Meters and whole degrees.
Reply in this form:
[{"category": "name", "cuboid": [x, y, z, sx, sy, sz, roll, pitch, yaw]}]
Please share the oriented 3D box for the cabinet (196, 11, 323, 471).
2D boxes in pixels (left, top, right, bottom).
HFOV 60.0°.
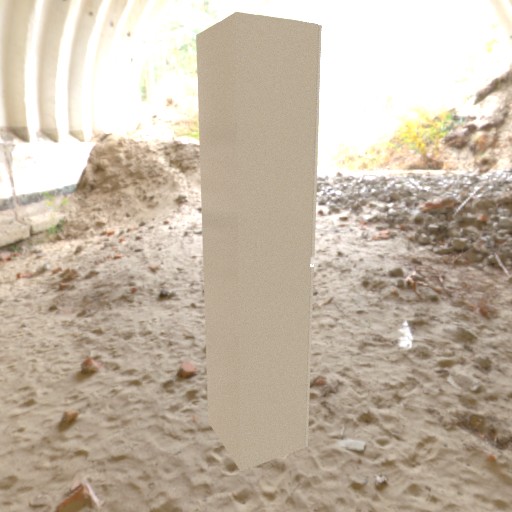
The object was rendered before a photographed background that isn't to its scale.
[{"category": "cabinet", "cuboid": [0.000, 0.000, 1.504, 0.270, 1.400, 0.300, -8, 17, -26]}]
